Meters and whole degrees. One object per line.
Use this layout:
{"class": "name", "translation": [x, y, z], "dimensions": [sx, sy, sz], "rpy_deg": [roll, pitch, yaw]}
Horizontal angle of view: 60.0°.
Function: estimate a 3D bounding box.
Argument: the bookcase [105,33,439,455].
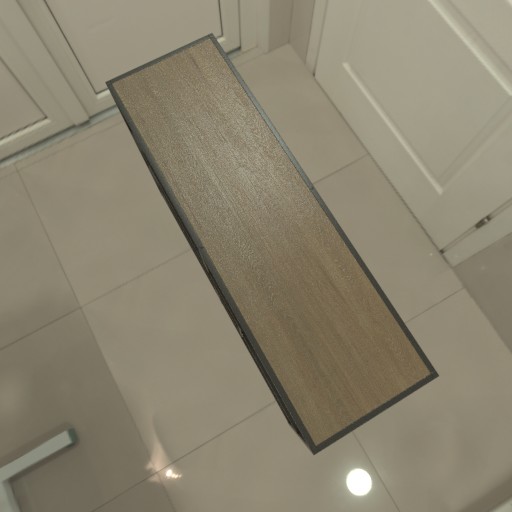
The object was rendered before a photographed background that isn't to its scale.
{"class": "bookcase", "translation": [0.000, 0.000, 1.535], "dimensions": [0.350, 0.780, 1.140], "rpy_deg": [-29, 76, -8]}
